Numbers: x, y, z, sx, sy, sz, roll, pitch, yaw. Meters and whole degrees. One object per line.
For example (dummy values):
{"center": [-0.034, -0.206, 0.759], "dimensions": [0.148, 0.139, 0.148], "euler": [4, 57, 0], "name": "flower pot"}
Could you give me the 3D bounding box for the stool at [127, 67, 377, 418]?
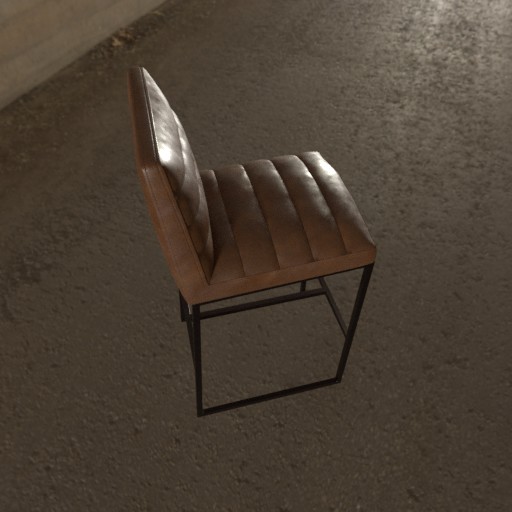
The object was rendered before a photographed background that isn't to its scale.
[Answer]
{"center": [0.000, 0.000, 1.366], "dimensions": [0.562, 1.065, 0.463], "euler": [-10, 47, -10], "name": "stool"}
